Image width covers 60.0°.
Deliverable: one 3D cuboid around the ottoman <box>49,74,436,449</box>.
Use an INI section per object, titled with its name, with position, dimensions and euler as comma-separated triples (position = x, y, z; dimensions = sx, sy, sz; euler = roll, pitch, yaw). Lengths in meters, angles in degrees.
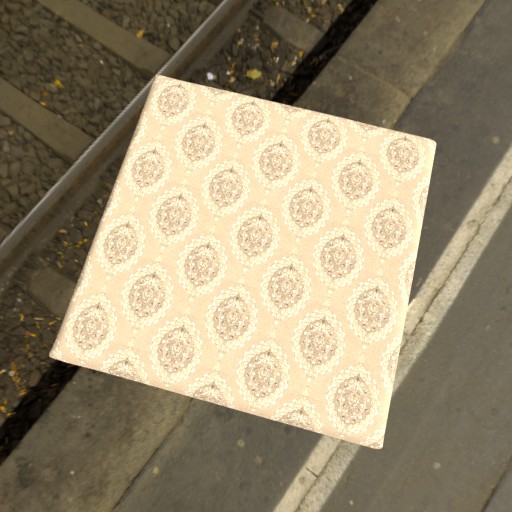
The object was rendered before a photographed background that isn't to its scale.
[ottoman]
position = 0.000, 0.000, 1.382
dimensions = 0.889, 0.411, 0.890
euler = 14, 75, 4
